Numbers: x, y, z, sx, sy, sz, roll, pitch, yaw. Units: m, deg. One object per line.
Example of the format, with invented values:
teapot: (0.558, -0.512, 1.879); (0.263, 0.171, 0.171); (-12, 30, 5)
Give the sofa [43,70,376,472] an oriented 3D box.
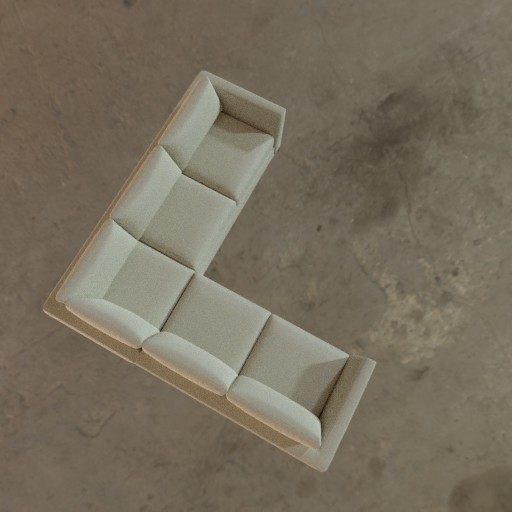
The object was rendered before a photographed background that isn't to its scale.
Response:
sofa: (0.000, 0.000, 3.748); (2.430, 0.867, 2.448); (28, 77, 7)
